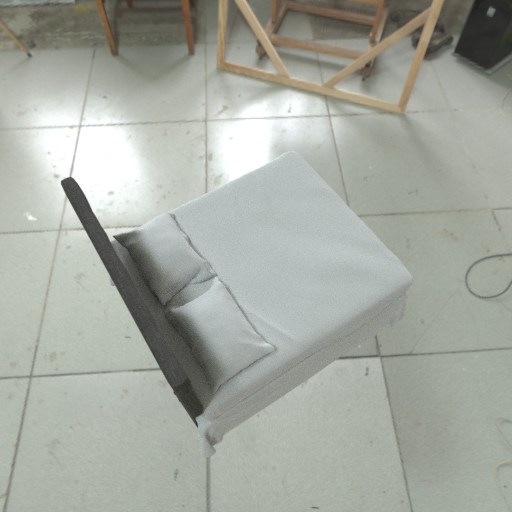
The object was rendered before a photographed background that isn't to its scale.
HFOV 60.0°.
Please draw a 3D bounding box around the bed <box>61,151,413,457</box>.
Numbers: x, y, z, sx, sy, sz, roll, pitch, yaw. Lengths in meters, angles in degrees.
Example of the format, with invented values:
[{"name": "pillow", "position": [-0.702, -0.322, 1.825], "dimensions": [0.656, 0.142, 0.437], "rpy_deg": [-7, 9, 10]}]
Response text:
[{"name": "bed", "position": [0.000, 0.000, 3.536], "dimensions": [2.222, 1.577, 1.936], "rpy_deg": [-29, 64, -16]}]
